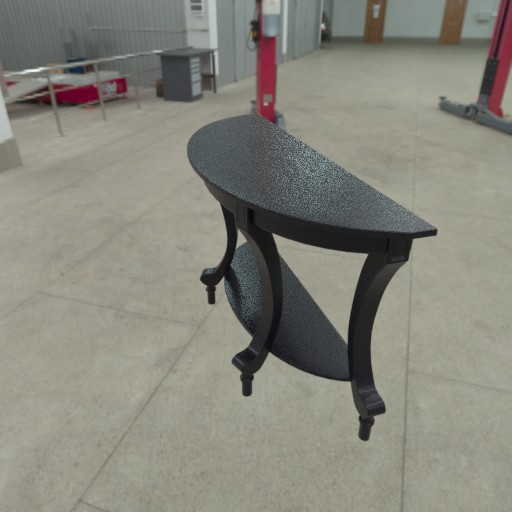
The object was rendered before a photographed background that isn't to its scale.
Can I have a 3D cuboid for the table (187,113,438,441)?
[{"bbox_3d":[0.000,0.000,1.509,0.394,0.692,1.198,-9,30,-15],"label":"table"}]
